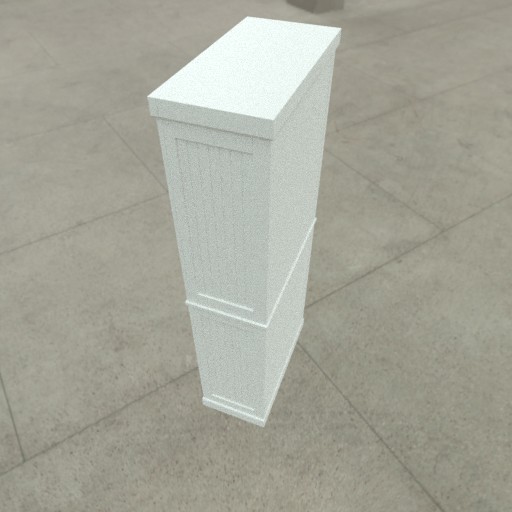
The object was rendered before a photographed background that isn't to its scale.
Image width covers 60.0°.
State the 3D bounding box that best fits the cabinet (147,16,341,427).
[{"bbox_3d":[0.000,0.000,2.092,0.390,1.829,0.754,15,47,15],"label":"cabinet"}]
